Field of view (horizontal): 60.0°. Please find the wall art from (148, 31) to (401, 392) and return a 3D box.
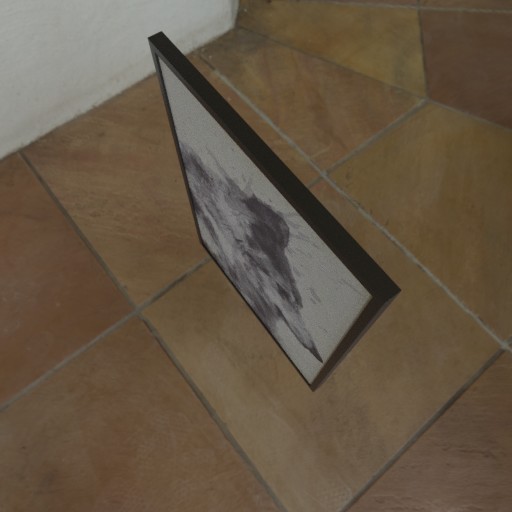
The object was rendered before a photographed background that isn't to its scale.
[{"bbox_3d":[0.000,0.000,1.380,0.039,1.061,0.804,-33,69,-14],"label":"wall art"}]
